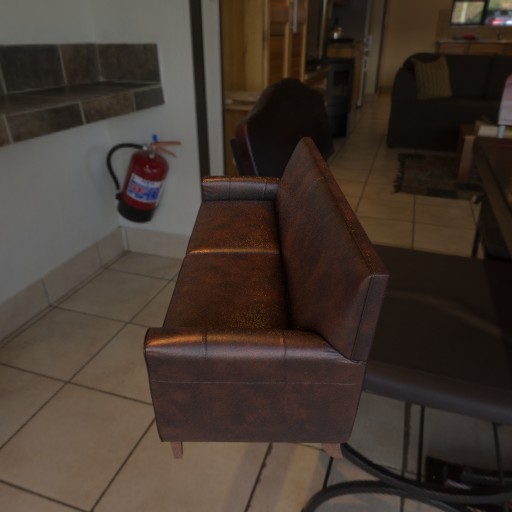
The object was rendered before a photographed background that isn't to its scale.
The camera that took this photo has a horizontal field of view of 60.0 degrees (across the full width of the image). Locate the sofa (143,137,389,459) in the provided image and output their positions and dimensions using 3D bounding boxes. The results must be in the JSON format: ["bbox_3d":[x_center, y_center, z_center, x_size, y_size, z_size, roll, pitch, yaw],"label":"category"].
[{"bbox_3d":[0.000,0.000,2.381,0.786,0.871,1.995,0,26,0],"label":"sofa"}]
